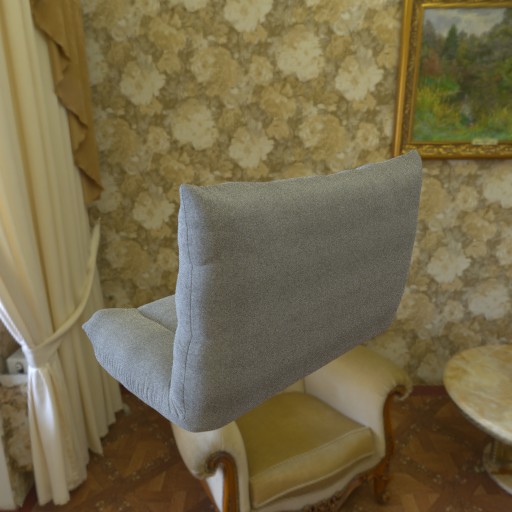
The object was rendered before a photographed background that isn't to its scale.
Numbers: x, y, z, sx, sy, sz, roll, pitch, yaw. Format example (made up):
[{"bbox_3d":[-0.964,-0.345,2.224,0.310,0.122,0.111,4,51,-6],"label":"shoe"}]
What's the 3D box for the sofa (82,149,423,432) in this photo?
[{"bbox_3d":[0.000,0.000,1.731,1.144,0.795,0.847,-15,22,-42],"label":"sofa"}]
